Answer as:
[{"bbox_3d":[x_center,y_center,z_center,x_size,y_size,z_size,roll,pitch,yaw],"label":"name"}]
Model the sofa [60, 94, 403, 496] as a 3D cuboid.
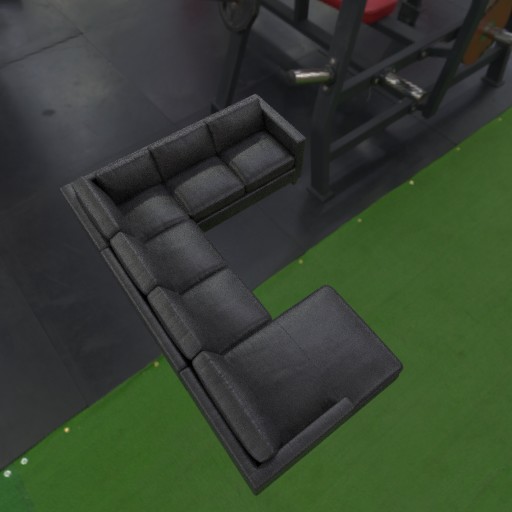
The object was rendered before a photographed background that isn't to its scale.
[{"bbox_3d":[0.000,0.000,4.342,2.452,0.891,3.324,-32,63,-18],"label":"sofa"}]
